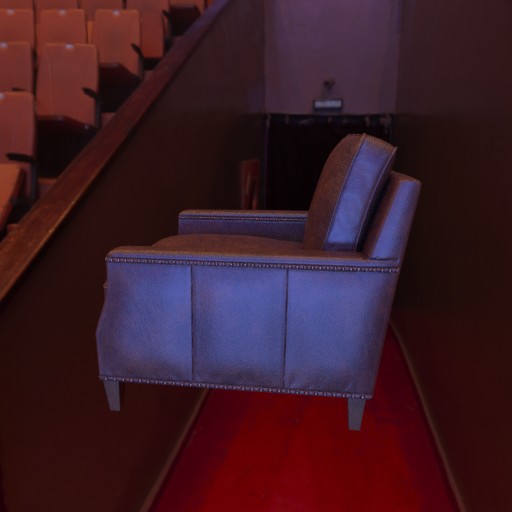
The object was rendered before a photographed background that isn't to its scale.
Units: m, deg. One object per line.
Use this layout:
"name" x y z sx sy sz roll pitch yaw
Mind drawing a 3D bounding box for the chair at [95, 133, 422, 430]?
"chair" 0.000 0.000 1.743 1.014 0.929 0.853 2 15 7
